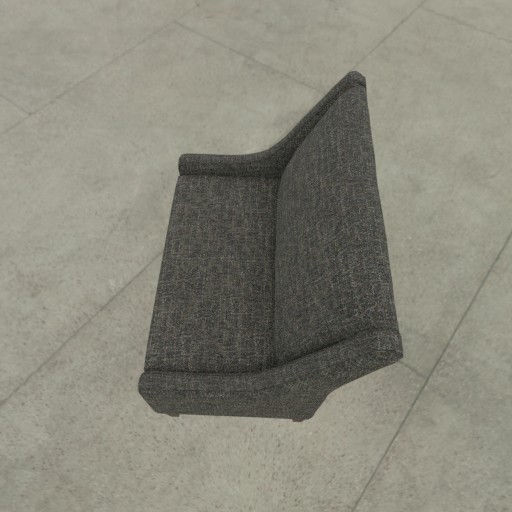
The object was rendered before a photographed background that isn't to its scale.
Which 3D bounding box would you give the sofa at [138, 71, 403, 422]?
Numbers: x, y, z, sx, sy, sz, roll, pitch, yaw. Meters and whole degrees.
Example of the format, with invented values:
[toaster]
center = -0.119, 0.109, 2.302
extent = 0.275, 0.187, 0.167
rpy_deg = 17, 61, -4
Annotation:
[sofa]
center = 0.000, 0.000, 1.941
extent = 0.870, 1.021, 1.242
rpy_deg = 2, 58, 1
